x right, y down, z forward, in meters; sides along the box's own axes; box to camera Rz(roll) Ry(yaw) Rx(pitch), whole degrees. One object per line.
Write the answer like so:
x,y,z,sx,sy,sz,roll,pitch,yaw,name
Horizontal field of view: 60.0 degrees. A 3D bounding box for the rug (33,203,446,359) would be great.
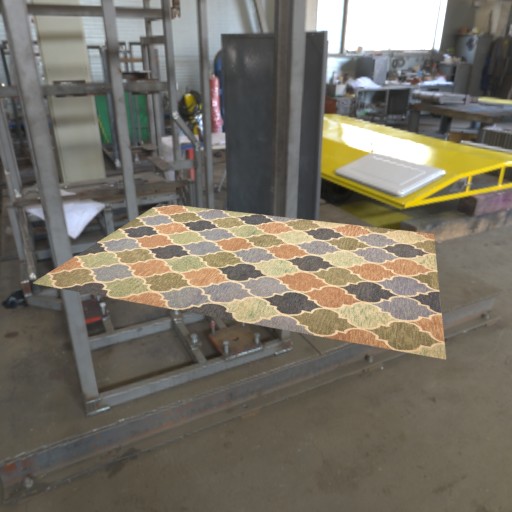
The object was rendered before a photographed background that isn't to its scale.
0.000,0.000,2.369,1.828,0.006,1.216,8,27,16,rug
